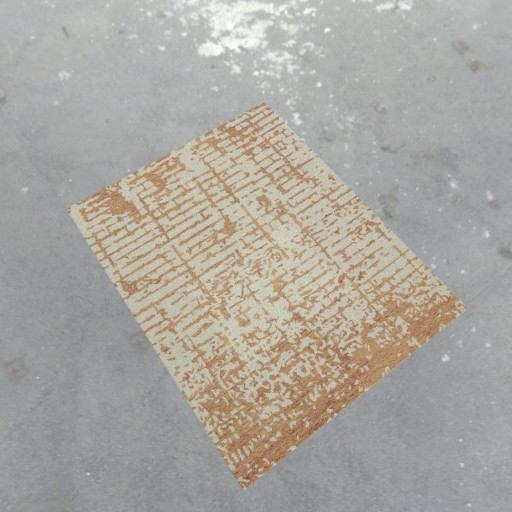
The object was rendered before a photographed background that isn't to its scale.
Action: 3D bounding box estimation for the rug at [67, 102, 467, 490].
[{"bbox_3d":[0.000,0.000,4.168,2.441,0.011,3.050,-33,68,-15],"label":"rug"}]
